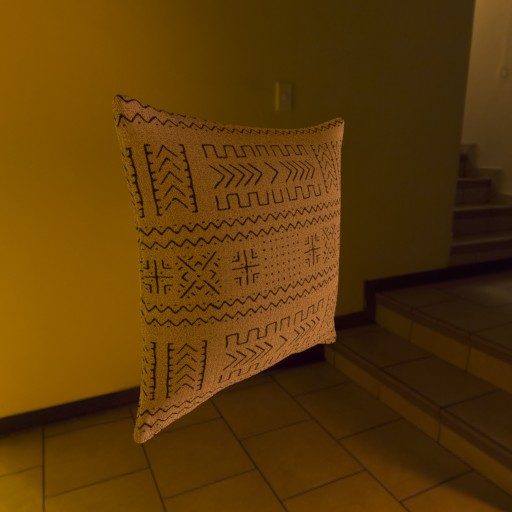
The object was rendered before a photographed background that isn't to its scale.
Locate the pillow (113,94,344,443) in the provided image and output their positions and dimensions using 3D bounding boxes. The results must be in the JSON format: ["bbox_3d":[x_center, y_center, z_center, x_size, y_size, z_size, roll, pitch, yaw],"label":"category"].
[{"bbox_3d":[0.000,0.000,0.673,0.164,0.430,0.438,13,19,43],"label":"pillow"}]
